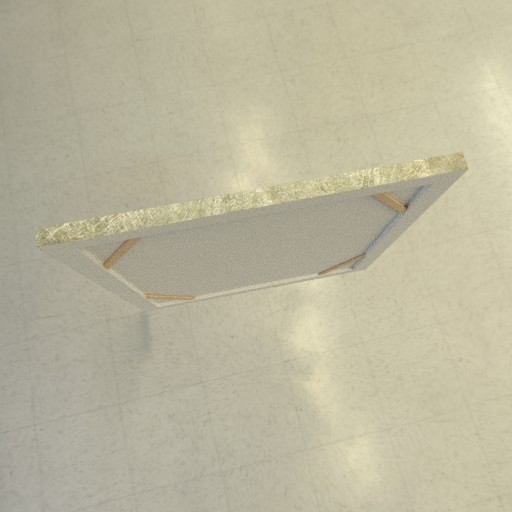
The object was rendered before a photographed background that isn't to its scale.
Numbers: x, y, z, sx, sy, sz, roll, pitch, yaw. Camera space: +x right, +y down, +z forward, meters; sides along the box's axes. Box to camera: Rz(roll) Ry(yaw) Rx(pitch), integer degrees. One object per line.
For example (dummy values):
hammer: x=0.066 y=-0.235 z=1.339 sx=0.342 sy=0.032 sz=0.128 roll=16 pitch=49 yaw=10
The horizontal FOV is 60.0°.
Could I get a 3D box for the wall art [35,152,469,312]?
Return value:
wall art: x=0.000 y=0.000 z=1.632 sx=1.092 sy=1.091 sz=0.051 roll=-11 pitch=75 yaw=-3
